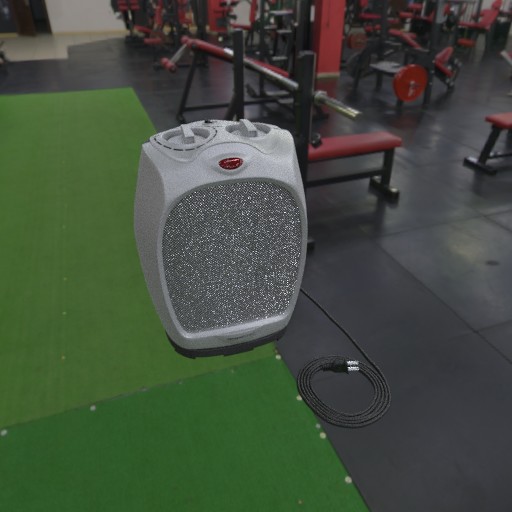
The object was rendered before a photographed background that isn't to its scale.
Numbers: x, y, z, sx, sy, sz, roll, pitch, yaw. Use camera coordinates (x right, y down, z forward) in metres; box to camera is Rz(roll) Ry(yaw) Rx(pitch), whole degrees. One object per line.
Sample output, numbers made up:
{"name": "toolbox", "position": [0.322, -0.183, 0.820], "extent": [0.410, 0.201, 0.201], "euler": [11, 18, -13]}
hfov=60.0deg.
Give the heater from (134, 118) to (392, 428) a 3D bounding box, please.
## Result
{"name": "heater", "position": [0.000, 0.000, 0.471], "extent": [0.239, 0.255, 0.291], "euler": [-10, 34, -14]}
